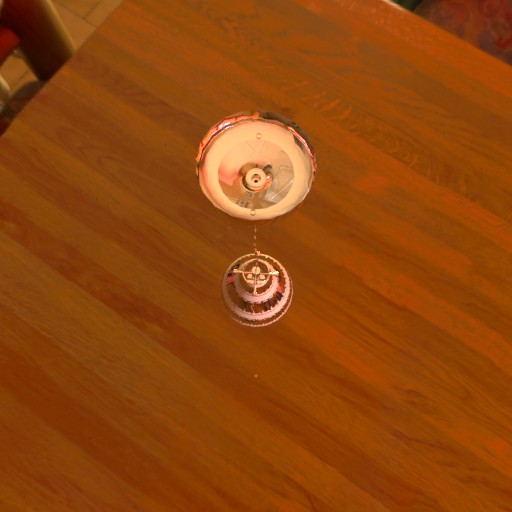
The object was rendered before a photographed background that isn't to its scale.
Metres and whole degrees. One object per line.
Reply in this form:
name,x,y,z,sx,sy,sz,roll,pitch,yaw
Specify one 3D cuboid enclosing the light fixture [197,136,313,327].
light fixture,0.000,0.000,1.612,0.374,1.457,0.374,4,75,1
